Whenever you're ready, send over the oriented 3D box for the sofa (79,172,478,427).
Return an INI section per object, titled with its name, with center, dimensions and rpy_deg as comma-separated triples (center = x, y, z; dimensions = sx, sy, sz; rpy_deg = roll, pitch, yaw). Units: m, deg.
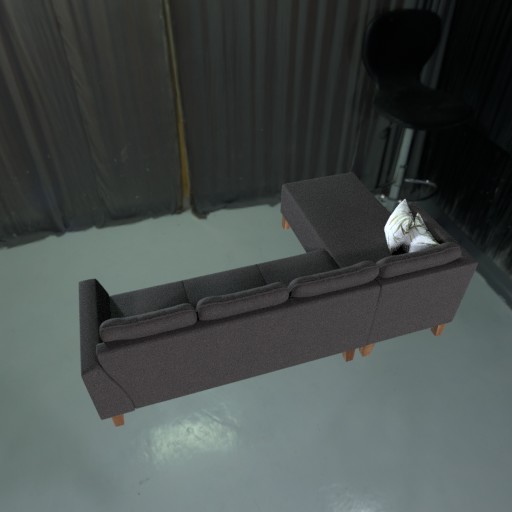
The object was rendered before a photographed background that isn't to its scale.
[sofa]
center = 0.000, 0.000, 3.609
dimensions = 2.679, 0.932, 1.829
rpy_deg = -12, 43, -13
